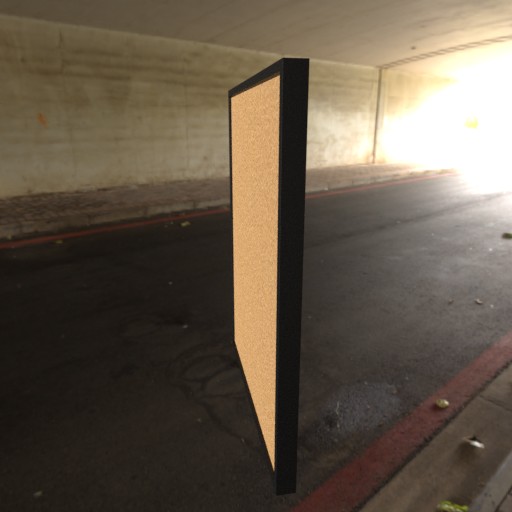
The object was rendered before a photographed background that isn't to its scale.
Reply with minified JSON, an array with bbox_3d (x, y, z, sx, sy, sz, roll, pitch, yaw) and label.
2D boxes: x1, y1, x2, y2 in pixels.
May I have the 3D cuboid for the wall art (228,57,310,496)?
[{"bbox_3d":[0.000,0.000,0.753,0.029,0.559,0.457,-3,17,-10],"label":"wall art"}]
